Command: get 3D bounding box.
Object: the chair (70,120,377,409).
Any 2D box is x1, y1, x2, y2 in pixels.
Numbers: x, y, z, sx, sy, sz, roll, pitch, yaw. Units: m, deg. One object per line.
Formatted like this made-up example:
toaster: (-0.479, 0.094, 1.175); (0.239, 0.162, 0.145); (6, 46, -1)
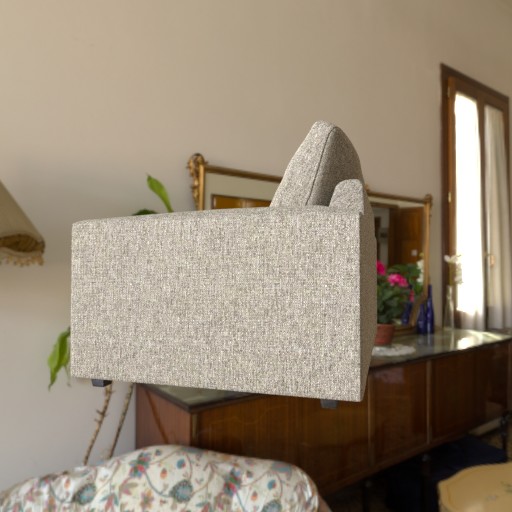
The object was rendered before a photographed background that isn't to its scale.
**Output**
chair: (0.000, 0.000, 2.053); (1.039, 0.915, 1.398); (0, -1, 17)
